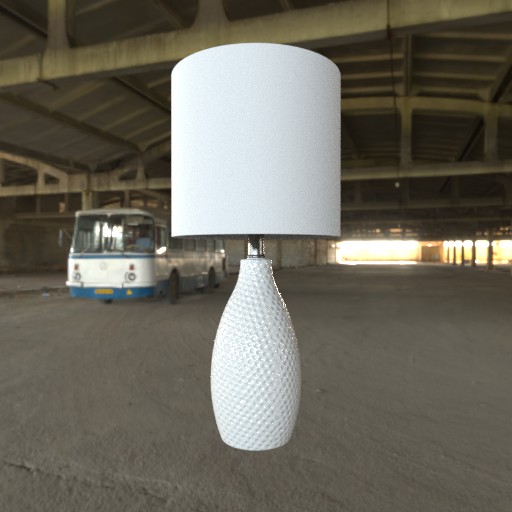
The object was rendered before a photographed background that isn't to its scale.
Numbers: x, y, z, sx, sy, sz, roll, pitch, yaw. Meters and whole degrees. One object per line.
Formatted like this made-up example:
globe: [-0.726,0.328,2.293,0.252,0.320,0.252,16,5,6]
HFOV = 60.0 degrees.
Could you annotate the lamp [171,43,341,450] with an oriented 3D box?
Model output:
lamp: [0.000,0.000,0.574,0.214,0.466,0.214,0,0,18]
